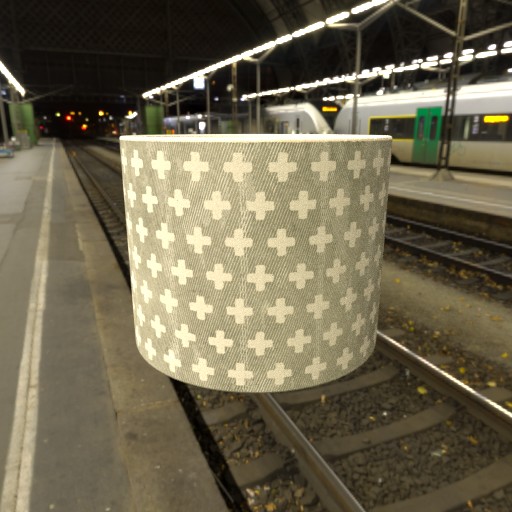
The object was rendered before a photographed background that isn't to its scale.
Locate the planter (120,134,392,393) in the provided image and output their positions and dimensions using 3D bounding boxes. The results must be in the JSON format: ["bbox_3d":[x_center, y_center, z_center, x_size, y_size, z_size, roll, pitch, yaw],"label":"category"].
[{"bbox_3d":[0.000,0.000,0.456,0.250,0.239,0.250,0,16,0],"label":"planter"}]
